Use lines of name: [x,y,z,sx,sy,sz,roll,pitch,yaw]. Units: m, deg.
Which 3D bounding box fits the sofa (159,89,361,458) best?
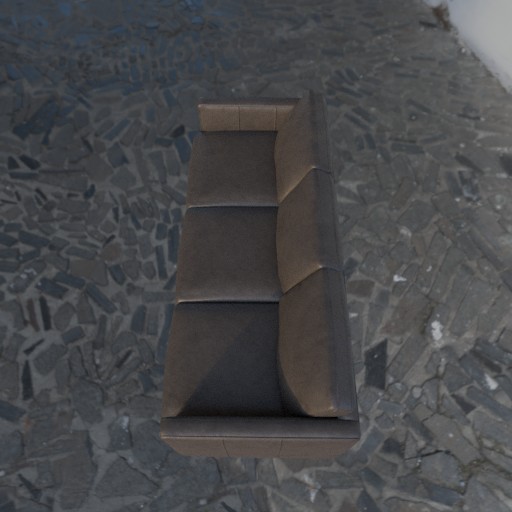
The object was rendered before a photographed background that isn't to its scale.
sofa: [0.000,0.000,3.011,1.045,1.006,2.464,1,59,0]
